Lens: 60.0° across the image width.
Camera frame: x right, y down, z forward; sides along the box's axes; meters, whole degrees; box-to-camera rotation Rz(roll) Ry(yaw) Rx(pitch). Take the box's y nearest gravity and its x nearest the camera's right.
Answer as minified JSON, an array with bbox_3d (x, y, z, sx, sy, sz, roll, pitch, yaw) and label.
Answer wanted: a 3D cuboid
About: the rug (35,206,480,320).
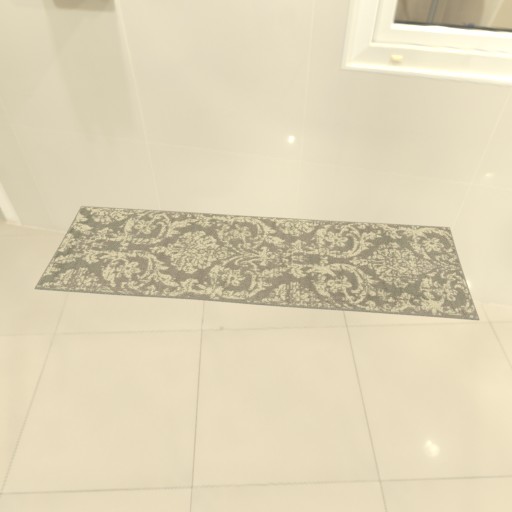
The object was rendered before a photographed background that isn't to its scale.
[{"bbox_3d":[0.000,0.000,2.406,2.196,0.011,0.662,4,46,4],"label":"rug"}]
